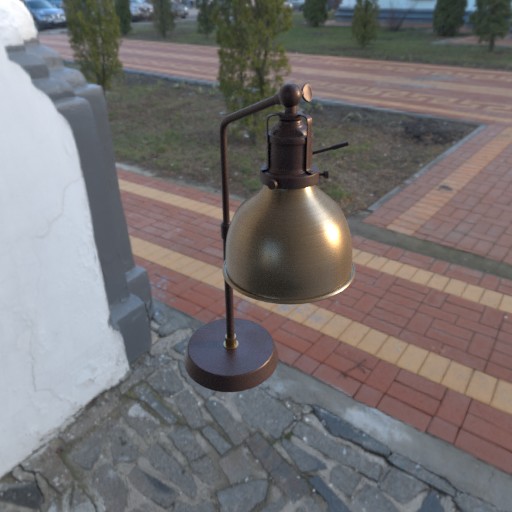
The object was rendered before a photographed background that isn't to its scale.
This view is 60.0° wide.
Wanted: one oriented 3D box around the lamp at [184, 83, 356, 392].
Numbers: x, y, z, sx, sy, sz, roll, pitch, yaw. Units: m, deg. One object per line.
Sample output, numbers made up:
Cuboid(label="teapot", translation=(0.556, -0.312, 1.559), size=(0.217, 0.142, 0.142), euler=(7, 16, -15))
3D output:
Cuboid(label="lamp", translation=(0.000, 0.000, 0.618), size=(0.175, 0.469, 0.298), euler=(-21, 36, -31))
